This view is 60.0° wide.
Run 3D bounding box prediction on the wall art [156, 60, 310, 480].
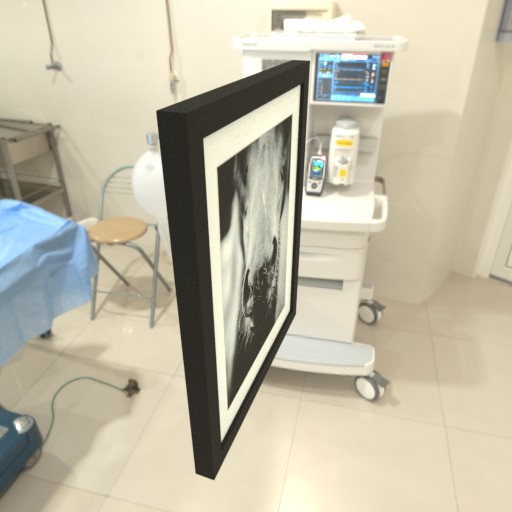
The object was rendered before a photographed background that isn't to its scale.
[{"bbox_3d":[0.000,0.000,0.537,0.024,0.404,0.329,11,32,18],"label":"wall art"}]
